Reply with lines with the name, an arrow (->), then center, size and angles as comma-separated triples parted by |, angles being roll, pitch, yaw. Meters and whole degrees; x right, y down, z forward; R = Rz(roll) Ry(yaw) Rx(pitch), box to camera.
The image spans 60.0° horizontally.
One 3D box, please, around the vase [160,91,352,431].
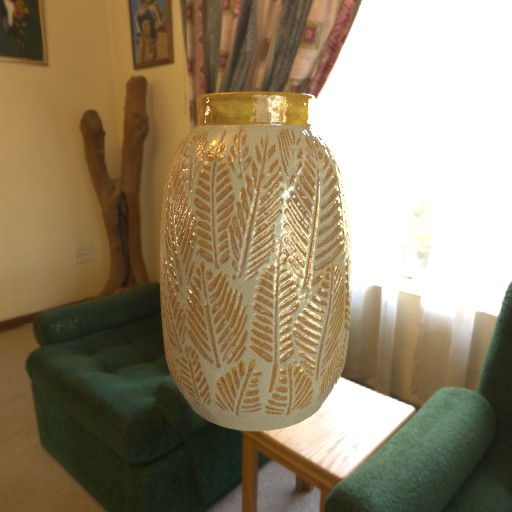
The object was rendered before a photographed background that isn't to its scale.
vase -> 0.000, 0.000, 0.398 | 0.172, 0.270, 0.172 | 0, 15, 0
